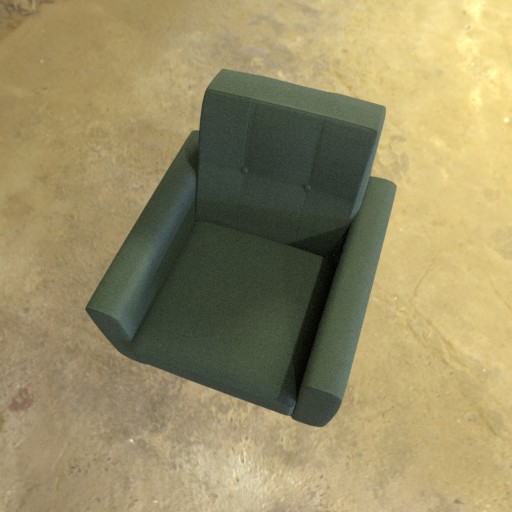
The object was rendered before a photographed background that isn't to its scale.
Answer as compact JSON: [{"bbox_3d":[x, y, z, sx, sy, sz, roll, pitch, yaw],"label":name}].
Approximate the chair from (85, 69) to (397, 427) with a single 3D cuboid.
[{"bbox_3d":[0.000,0.000,1.597,0.831,0.841,0.909,17,60,10],"label":"chair"}]
